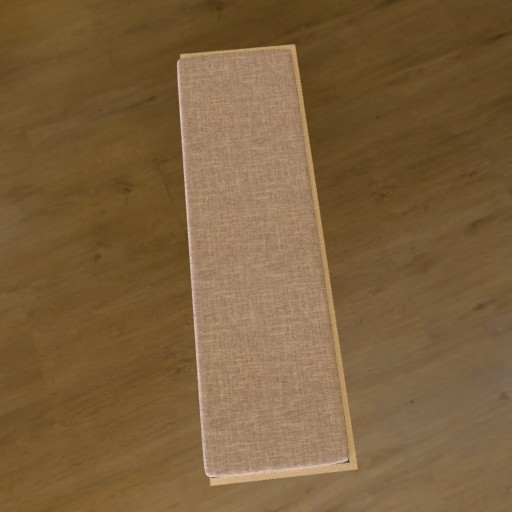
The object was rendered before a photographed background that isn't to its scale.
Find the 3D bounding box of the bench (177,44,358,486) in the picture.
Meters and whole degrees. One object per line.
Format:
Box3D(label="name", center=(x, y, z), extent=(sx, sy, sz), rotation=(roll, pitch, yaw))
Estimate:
Box3D(label="bench", center=(0.000, 0.000, 1.396), extent=(0.363, 0.453, 1.196), rotation=(-6, 75, -1))
